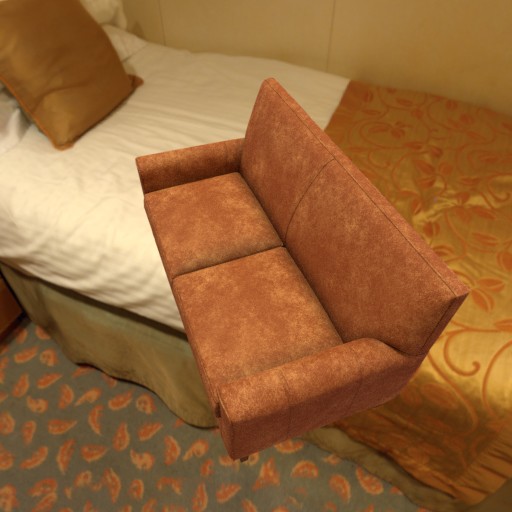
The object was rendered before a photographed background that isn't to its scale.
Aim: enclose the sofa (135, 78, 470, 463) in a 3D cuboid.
[{"bbox_3d":[0.000,0.000,1.980,0.787,0.871,1.473,-16,49,-14],"label":"sofa"}]
